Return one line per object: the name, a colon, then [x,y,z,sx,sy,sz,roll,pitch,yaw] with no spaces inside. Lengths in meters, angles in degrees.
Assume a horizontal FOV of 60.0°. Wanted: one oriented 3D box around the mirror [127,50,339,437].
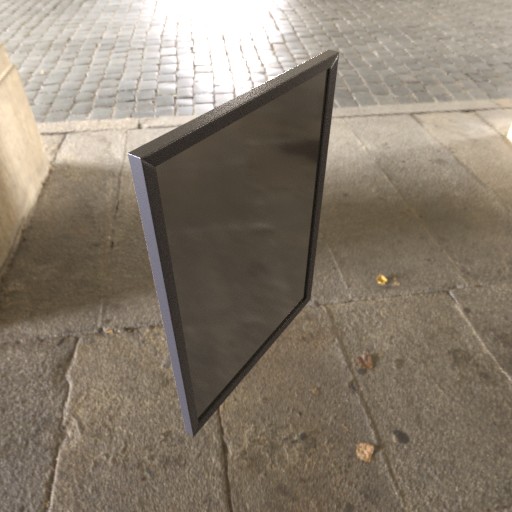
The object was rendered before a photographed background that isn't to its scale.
mirror: [0.000,0.000,1.364,0.040,1.016,0.762,25,47,26]
